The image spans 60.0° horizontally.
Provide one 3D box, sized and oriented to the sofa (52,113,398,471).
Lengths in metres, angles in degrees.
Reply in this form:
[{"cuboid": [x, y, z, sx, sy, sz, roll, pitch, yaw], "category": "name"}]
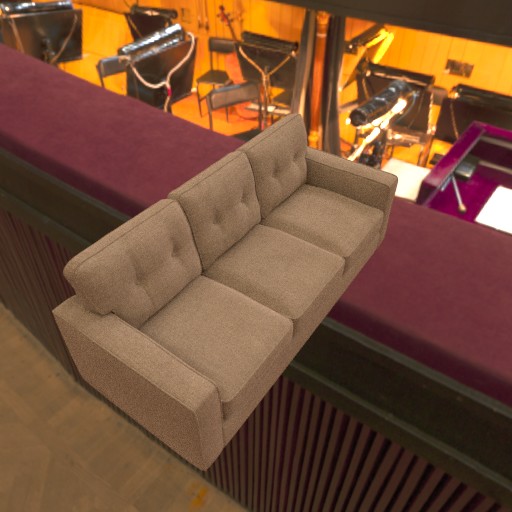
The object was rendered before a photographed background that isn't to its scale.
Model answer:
[{"cuboid": [0.000, 0.000, 2.675, 0.939, 0.965, 2.133, 25, 48, 25], "category": "sofa"}]
